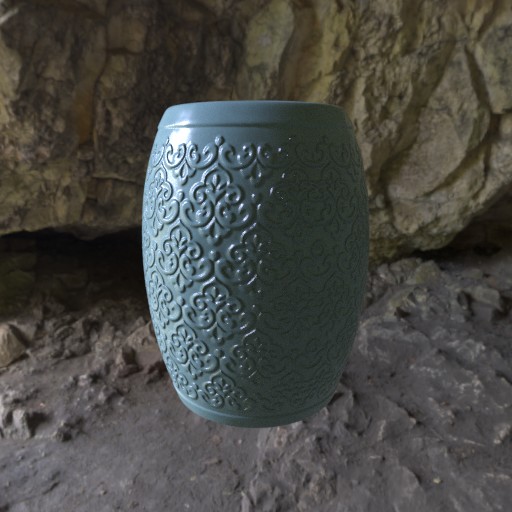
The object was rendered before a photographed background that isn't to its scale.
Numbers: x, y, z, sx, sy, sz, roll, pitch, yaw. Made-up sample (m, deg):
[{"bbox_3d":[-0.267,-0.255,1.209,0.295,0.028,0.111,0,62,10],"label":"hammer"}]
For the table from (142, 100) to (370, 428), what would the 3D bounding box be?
[{"bbox_3d":[0.000,0.000,0.626,0.309,0.397,0.309,0,14,0],"label":"table"}]
